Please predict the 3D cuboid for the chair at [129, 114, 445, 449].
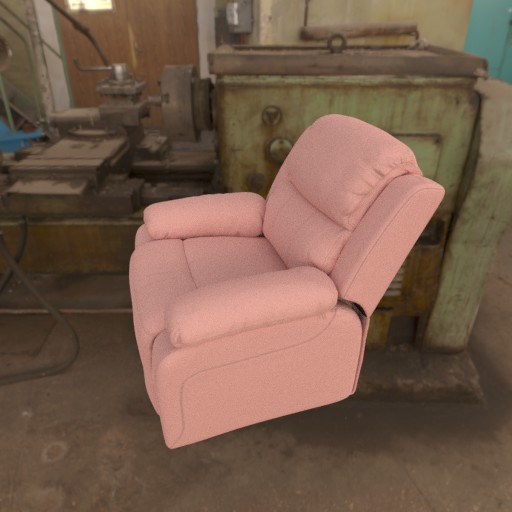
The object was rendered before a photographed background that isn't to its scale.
[{"bbox_3d":[0.000,0.000,1.253,0.709,0.702,0.680,-9,31,-15],"label":"chair"}]
